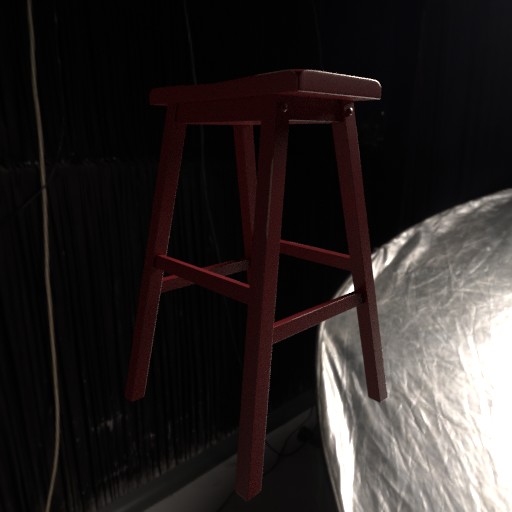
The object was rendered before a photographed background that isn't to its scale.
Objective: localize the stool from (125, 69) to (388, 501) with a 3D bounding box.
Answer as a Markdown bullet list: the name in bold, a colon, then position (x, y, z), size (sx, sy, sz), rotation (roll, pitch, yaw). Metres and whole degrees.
- **stool**: position (0.000, 0.000, 1.016), size (0.476, 0.737, 0.457), rotation (-14, 21, -42)
